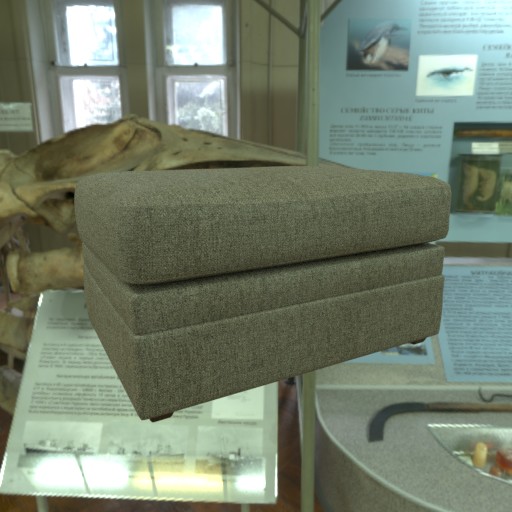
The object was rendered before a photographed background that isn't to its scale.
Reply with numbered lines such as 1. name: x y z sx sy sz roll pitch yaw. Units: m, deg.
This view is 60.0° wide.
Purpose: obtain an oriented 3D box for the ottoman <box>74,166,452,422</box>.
1. ottoman: 0.000 0.000 1.247 0.885 0.478 0.637 -8 16 -28
